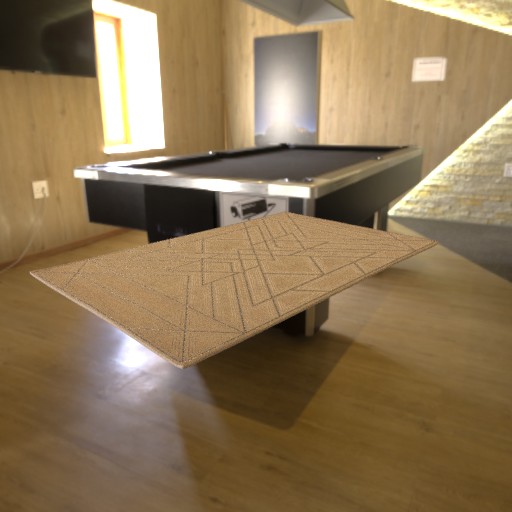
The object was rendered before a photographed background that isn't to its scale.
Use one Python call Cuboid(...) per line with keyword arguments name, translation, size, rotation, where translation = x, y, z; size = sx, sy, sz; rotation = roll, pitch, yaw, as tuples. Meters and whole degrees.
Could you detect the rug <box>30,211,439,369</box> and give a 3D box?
Cuboid(name="rug", translation=(0.000, 0.000, 3.086), size=(1.575, 0.023, 2.459), rotation=(17, 24, 41))
